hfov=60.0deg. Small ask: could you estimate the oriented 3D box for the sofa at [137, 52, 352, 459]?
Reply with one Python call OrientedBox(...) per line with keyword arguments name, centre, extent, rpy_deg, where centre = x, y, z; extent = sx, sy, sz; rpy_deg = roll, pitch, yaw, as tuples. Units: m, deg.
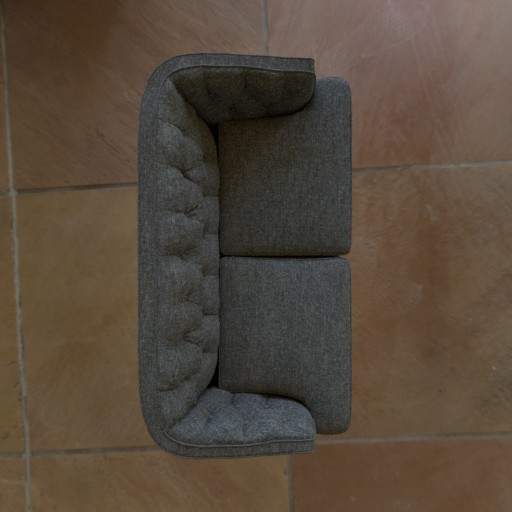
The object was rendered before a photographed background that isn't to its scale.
OrientedBox(name="sofa", centre=(0.000, 0.000, 2.185), extent=(0.941, 0.855, 1.733), rpy_deg=(0, 90, 2))
